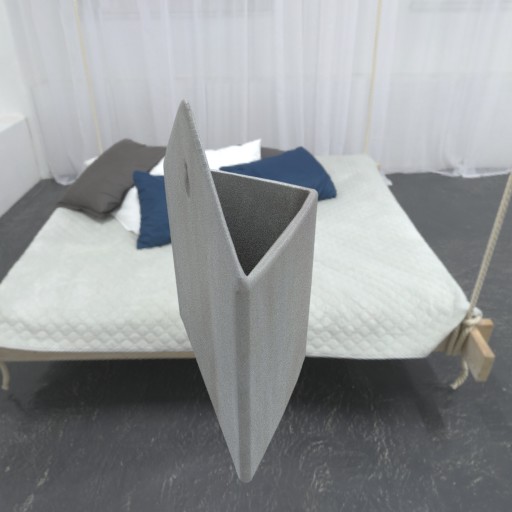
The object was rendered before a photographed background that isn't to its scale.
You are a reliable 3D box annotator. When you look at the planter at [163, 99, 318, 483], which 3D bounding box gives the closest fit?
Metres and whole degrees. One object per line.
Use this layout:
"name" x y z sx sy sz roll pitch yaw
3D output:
"planter" 0.000 0.000 0.275 0.080 0.194 0.163 -11 34 -17
